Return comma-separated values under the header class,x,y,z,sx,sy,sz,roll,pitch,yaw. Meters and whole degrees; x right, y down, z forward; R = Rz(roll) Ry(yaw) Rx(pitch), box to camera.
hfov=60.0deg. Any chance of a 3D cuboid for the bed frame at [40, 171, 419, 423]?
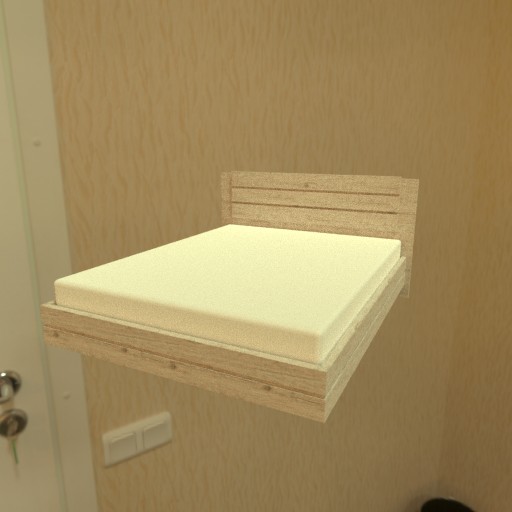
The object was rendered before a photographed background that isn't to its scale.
class,x,y,z,sx,sy,sz,roll,pitch,yaw
bed frame,0.000,0.000,2.987,1.750,0.970,2.080,7,16,26
